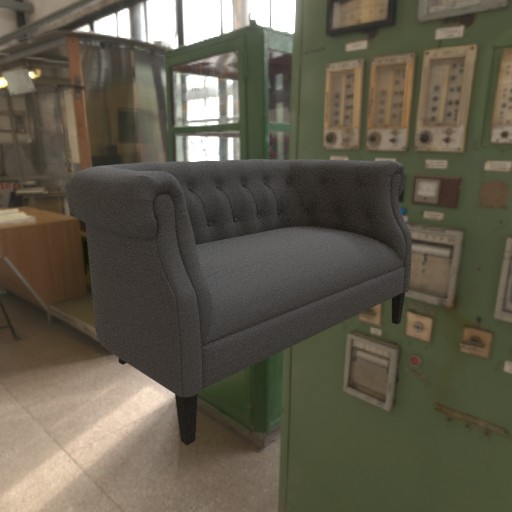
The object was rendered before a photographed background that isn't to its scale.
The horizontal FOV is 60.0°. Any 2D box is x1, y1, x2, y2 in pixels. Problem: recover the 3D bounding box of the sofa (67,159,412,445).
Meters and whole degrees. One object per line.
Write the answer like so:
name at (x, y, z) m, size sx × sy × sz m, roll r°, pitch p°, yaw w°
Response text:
sofa at (0.000, 0.000, 1.994) m, size 0.835 × 0.827 × 1.558 m, roll 13°, pitch 19°, yaw 43°
